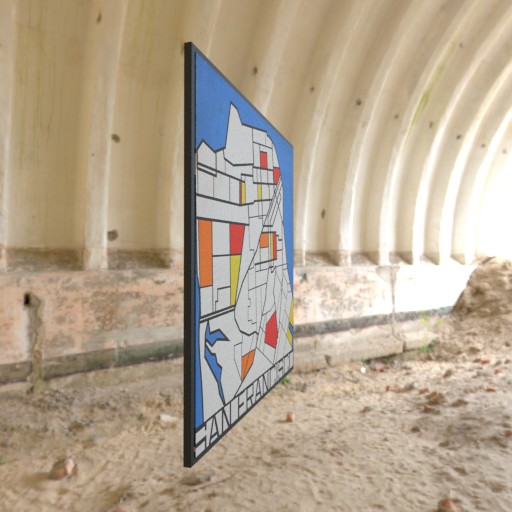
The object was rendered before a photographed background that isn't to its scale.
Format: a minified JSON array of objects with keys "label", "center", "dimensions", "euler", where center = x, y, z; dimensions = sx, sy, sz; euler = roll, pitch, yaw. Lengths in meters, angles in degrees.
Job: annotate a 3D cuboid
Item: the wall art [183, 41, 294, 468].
[{"label":"wall art","center":[0.000,0.000,1.005],"dimensions":[0.015,0.663,0.664],"euler":[0,-1,19]}]
